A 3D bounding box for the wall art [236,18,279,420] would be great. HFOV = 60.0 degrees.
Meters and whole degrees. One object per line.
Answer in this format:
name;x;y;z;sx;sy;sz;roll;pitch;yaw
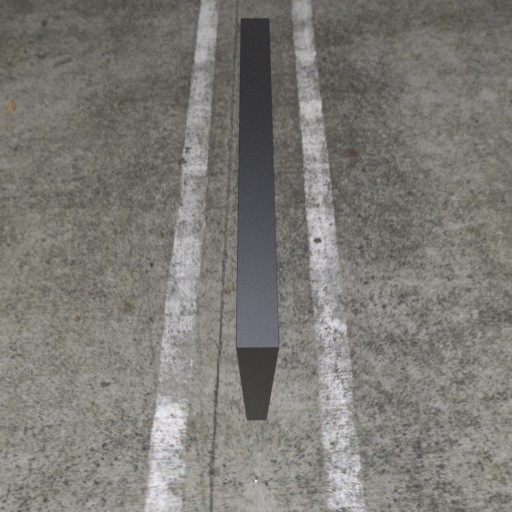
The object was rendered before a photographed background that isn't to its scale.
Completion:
wall art;0.000;0.000;0.527;0.028;0.380;0.325;0;63;0
